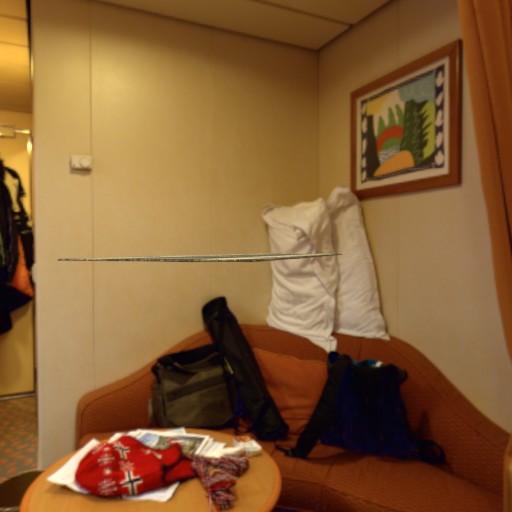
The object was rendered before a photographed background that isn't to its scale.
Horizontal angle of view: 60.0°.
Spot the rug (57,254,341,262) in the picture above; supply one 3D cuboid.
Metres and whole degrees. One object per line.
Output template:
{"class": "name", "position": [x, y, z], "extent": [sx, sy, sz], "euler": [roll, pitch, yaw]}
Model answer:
{"class": "rug", "position": [0.000, 0.000, 2.662], "extent": [0.760, 0.012, 2.434], "euler": [0, 1, 18]}
